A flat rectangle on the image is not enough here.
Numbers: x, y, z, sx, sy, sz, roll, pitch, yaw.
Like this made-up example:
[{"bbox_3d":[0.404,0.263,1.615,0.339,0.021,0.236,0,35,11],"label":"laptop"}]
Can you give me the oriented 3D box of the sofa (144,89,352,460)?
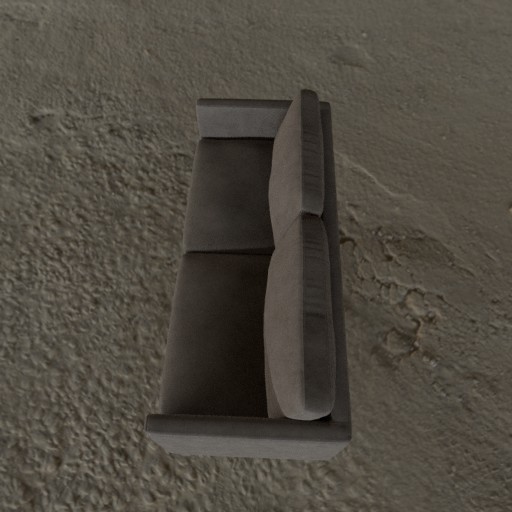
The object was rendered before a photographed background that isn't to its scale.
[{"bbox_3d":[0.000,0.000,2.724,0.951,0.965,2.208,2,59,1],"label":"sofa"}]
